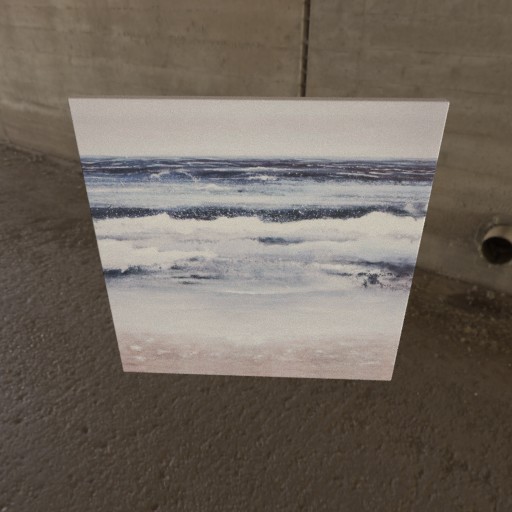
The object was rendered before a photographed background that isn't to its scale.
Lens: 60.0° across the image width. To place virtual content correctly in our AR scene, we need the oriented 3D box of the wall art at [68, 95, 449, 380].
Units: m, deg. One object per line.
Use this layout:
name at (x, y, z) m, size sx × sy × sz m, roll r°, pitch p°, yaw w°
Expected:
wall art at (0.000, 0.000, 1.087) m, size 0.755 × 0.747 × 0.065 m, roll 1°, pitch 30°, yaw 2°
